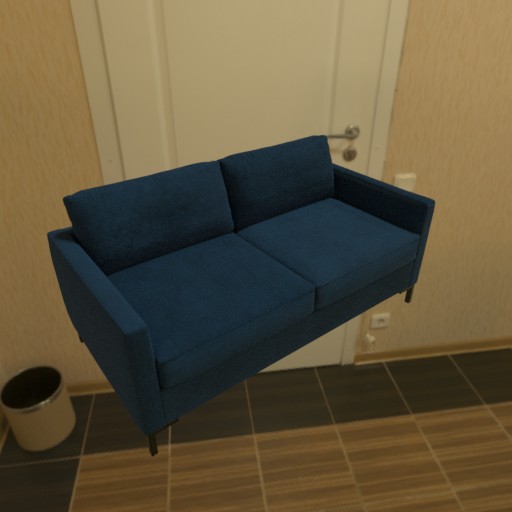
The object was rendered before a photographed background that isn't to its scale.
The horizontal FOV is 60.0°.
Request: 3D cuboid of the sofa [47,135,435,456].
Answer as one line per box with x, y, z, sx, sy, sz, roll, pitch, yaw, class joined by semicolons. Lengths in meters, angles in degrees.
0.000;0.000;2.170;1.676;0.817;0.875;-22;37;-31;sofa
